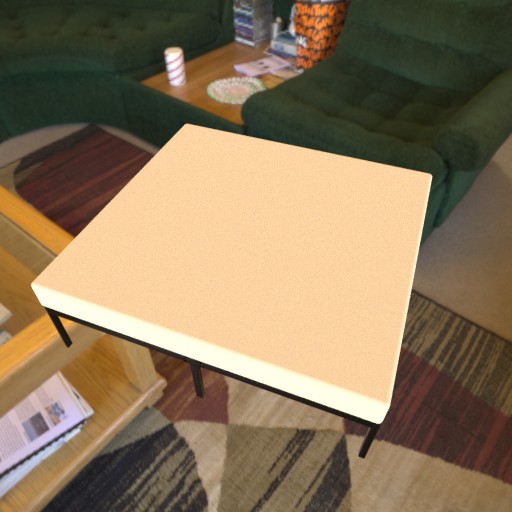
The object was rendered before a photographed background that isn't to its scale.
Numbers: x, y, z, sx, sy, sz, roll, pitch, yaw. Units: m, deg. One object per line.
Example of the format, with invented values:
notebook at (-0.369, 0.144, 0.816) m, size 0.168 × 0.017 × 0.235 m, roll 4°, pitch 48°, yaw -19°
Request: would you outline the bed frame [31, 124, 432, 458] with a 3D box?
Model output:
bed frame at (0.000, 0.000, 3.159) m, size 2.079 × 0.659 × 1.963 m, roll 16°, pitch 48°, yaw 14°
